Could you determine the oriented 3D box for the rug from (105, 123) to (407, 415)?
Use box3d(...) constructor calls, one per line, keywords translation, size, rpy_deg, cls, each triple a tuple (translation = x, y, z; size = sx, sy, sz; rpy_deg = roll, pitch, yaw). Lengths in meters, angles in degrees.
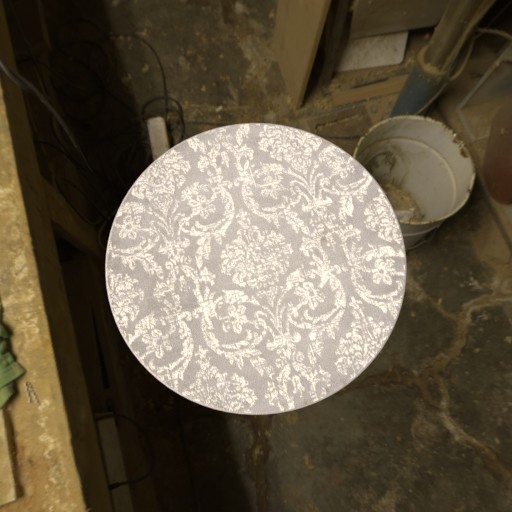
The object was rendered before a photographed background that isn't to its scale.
box3d(translation=(0.000, 0.000, 2.353), size=(1.593, 0.012, 1.593), rpy_deg=(0, 75, 0), cls="rug")
